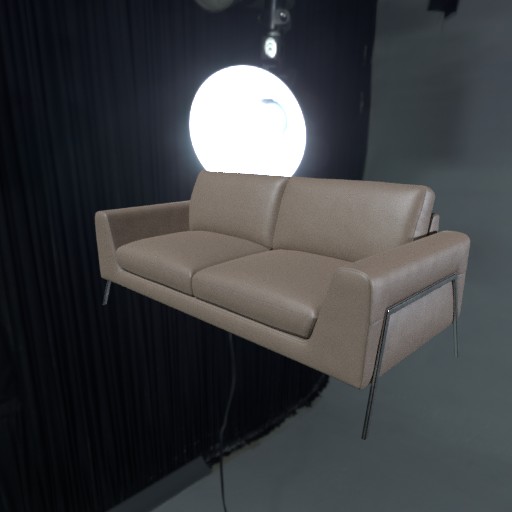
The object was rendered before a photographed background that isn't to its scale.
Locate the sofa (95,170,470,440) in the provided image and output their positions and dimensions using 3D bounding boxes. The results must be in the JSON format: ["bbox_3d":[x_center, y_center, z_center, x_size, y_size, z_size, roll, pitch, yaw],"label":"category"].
[{"bbox_3d":[0.000,0.000,2.529,2.017,0.875,0.953,14,20,42],"label":"sofa"}]
